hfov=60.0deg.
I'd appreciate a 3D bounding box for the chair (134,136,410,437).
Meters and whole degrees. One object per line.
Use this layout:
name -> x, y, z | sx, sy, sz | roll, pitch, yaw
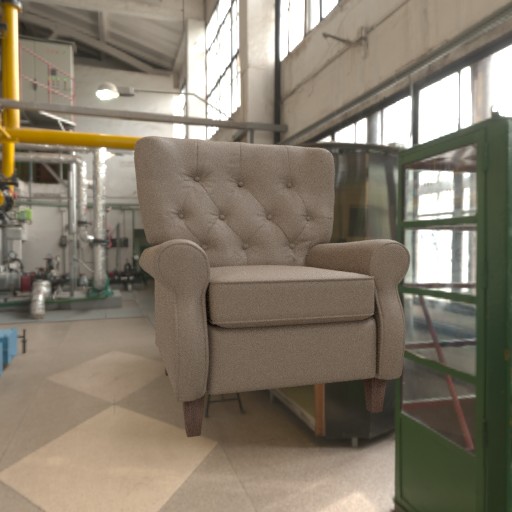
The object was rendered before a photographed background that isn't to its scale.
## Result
chair -> 0.000, 0.000, 1.924 | 0.999, 1.138, 1.041 | -1, 2, -17
